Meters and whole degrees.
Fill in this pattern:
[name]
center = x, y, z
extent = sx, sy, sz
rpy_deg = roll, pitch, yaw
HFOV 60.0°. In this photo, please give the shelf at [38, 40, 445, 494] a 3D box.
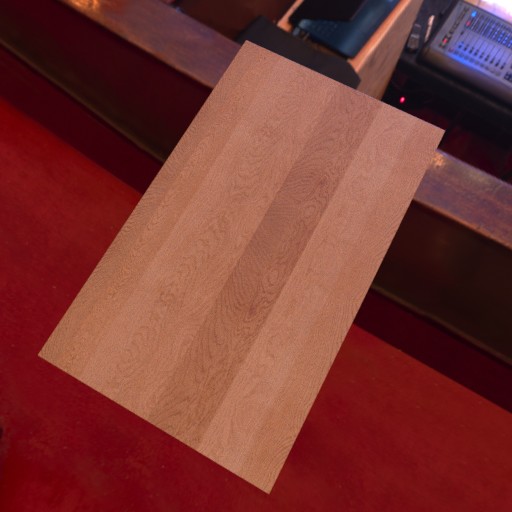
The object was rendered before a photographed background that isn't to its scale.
[shelf]
center = 0.000, 0.000, 1.488
extent = 0.700, 0.450, 1.150
rpy_deg = 28, 76, 7
